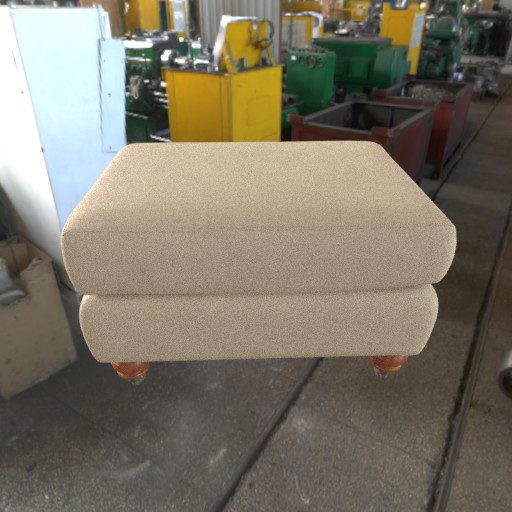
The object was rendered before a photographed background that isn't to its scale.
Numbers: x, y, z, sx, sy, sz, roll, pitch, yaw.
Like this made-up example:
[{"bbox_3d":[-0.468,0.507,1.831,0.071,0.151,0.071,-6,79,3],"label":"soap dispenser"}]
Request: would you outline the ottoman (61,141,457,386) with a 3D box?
[{"bbox_3d":[0.000,0.000,1.151,0.773,0.504,0.569,-1,30,-2],"label":"ottoman"}]
